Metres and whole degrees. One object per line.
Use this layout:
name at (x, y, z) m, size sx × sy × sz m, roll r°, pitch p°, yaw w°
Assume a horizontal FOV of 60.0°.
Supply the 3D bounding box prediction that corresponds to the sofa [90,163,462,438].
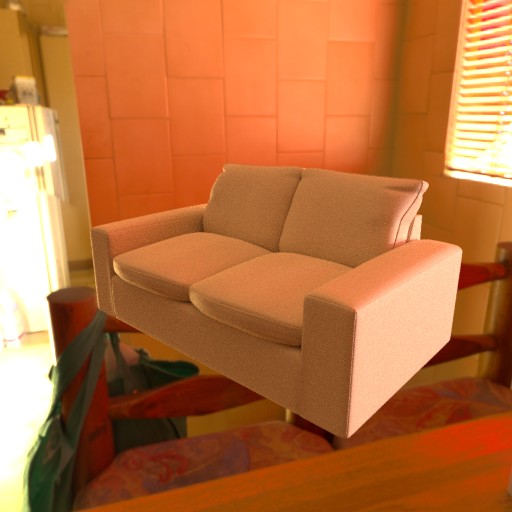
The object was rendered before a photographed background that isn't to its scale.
sofa at (0.000, 0.000, 2.375) m, size 1.754 × 0.875 × 1.091 m, roll 15°, pitch 22°, yaw 40°
